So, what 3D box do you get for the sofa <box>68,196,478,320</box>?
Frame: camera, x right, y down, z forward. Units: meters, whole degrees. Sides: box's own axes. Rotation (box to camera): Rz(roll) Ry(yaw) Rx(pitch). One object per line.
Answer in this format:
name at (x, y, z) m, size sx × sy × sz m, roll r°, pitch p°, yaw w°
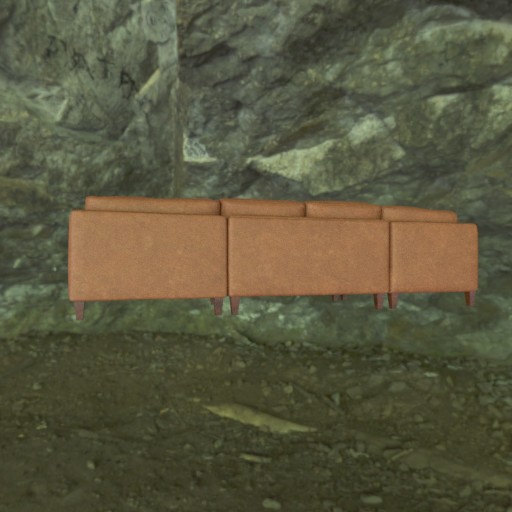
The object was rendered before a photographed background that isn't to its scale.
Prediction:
sofa at (0.000, 0.000, 4.711) m, size 3.460 × 0.923 × 2.593 m, roll 0°, pitch -1°, yaw -17°
